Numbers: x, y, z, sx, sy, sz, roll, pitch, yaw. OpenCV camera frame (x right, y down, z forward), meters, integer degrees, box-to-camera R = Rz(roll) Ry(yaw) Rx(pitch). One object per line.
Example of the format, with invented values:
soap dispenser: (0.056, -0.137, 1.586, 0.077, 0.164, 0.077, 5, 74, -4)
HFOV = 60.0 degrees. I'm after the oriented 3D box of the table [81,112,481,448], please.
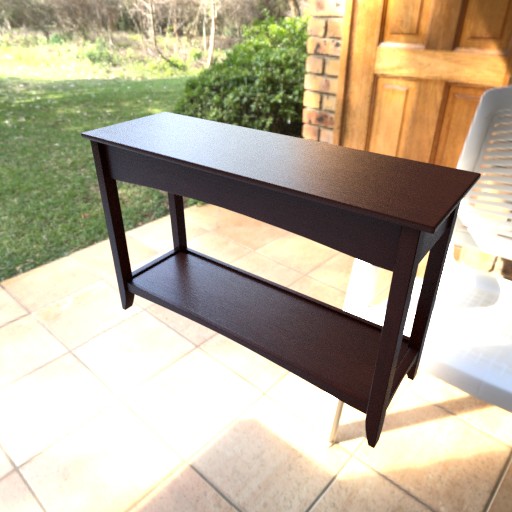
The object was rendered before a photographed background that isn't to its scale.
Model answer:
table: (0.000, 0.000, 1.523, 1.188, 0.739, 0.392, 21, 36, 31)
